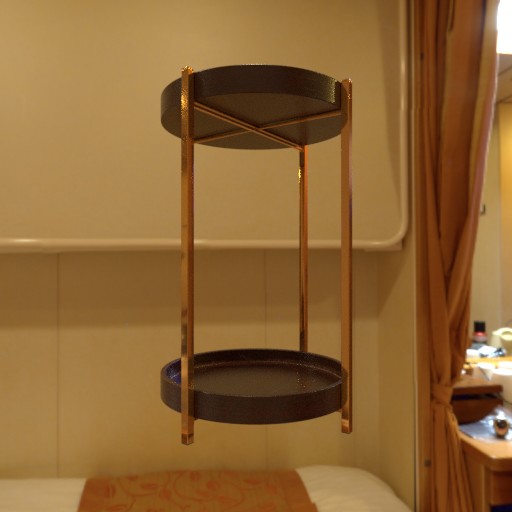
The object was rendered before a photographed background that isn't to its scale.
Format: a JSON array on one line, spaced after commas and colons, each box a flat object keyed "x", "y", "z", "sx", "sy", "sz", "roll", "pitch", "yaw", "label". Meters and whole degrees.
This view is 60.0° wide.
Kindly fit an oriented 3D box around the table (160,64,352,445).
[{"x": 0.000, "y": 0.000, "z": 0.879, "sx": 0.400, "sy": 0.610, "sz": 0.400, "roll": 0, "pitch": 0, "yaw": 35, "label": "table"}]
